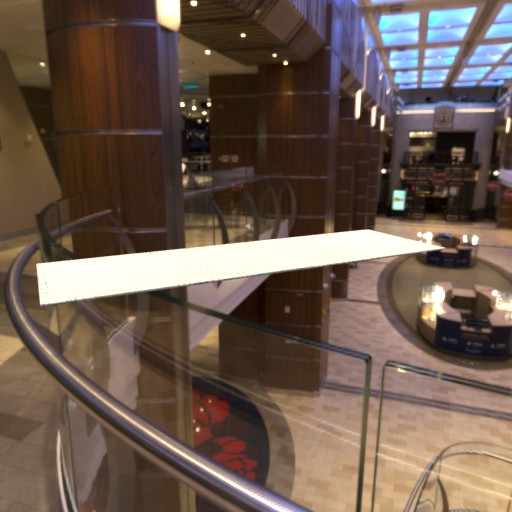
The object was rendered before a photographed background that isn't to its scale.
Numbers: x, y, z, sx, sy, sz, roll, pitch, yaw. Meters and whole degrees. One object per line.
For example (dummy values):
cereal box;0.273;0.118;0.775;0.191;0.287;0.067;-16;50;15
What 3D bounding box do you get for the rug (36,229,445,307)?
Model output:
rug;0.000;0.000;2.763;2.452;0.012;0.775;-7;15;-26
